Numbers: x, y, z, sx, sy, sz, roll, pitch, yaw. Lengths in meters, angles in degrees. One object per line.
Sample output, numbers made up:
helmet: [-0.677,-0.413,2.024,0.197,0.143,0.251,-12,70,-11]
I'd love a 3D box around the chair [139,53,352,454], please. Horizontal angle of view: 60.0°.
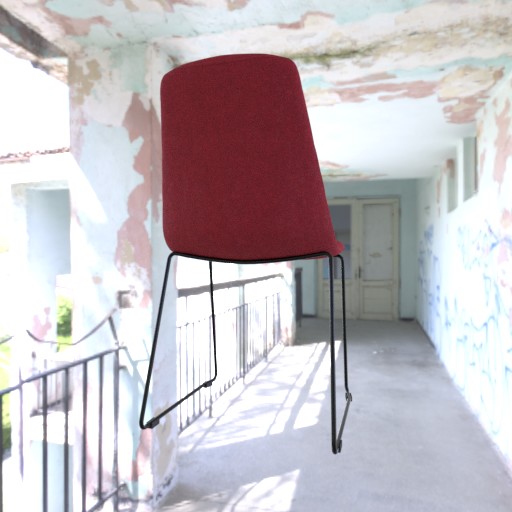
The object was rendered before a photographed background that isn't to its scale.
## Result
chair: [0.000,0.000,1.184,0.479,0.858,0.518,0,1,17]
